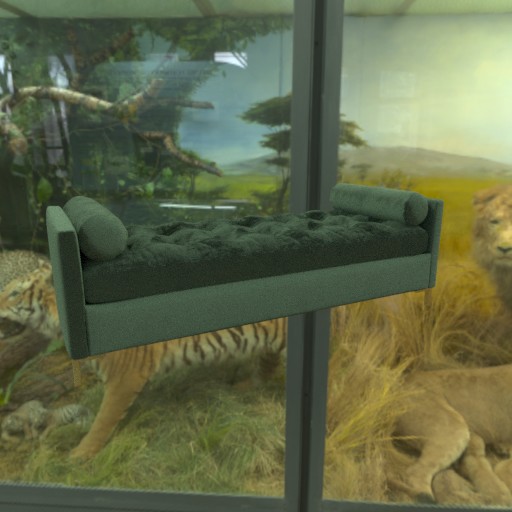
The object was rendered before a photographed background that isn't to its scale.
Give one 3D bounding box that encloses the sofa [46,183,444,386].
[{"bbox_3d":[0.000,0.000,2.518,2.102,0.705,0.796,-7,16,-26],"label":"sofa"}]
